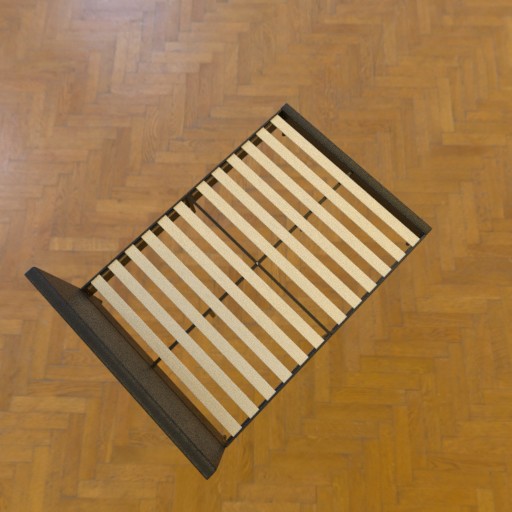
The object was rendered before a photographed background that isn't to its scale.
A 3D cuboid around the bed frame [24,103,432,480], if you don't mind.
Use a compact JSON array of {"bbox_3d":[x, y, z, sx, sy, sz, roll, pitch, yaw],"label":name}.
[{"bbox_3d":[0.000,0.000,2.998,1.469,1.046,2.152,44,79,10],"label":"bed frame"}]
